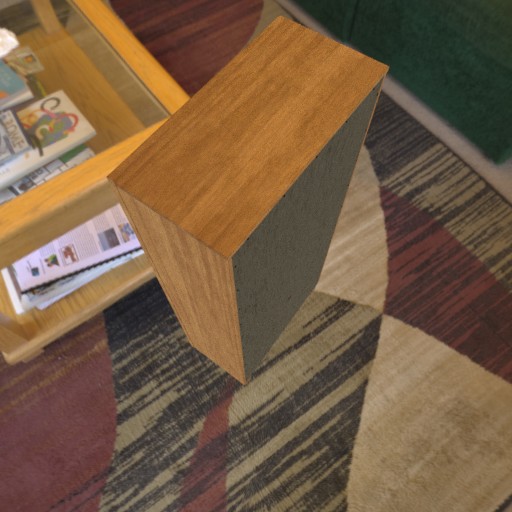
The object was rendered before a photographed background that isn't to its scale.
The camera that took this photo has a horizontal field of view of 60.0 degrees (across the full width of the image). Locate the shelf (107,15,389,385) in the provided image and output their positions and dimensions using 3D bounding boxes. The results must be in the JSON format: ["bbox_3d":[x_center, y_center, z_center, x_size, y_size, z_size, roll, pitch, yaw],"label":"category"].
[{"bbox_3d":[0.000,0.000,2.221,0.453,1.930,0.864,33,68,15],"label":"shelf"}]
